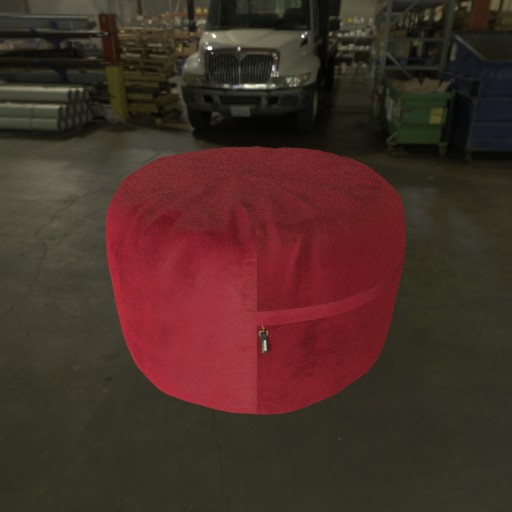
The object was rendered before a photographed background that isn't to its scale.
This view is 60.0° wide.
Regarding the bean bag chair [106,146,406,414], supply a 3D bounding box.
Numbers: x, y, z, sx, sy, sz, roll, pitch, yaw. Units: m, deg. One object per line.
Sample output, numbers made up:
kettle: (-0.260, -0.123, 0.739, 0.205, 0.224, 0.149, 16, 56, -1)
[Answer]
bean bag chair: (0.000, 0.000, 1.931, 1.219, 0.762, 1.219, 0, 27, 0)
